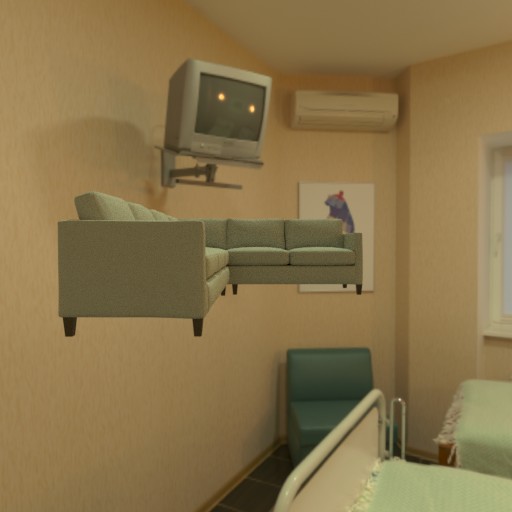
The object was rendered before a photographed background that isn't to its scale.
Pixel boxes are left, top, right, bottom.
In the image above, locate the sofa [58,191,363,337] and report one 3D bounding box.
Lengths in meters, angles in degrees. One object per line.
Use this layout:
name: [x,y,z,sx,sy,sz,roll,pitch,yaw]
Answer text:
sofa: [0.000,0.000,4.361,2.522,0.934,3.333,0,1,0]
